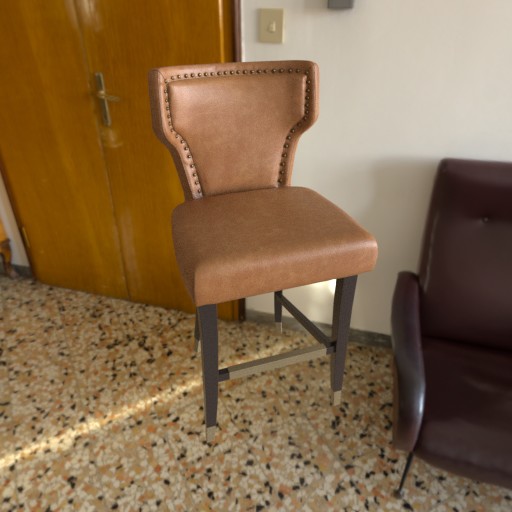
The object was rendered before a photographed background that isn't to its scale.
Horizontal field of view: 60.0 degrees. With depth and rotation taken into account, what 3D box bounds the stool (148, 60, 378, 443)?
[{"bbox_3d":[0.000,0.000,1.410,0.526,1.092,0.563,-10,33,-16],"label":"stool"}]
